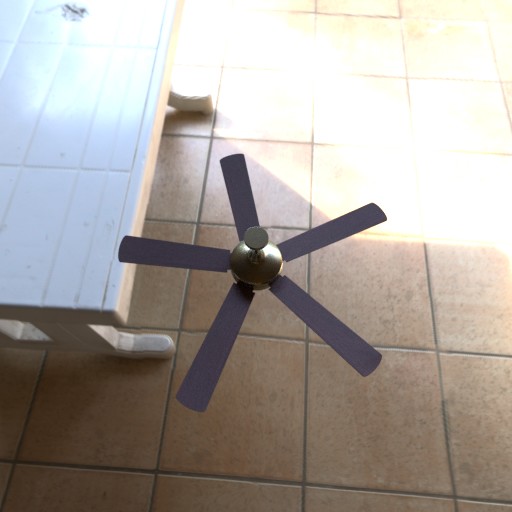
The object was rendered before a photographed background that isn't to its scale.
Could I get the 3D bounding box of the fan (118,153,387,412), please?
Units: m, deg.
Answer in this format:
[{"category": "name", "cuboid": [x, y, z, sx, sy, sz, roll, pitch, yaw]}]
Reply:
[{"category": "fan", "cuboid": [0.000, 0.000, 2.028, 1.321, 0.356, 1.321, -1, 63, -1]}]
